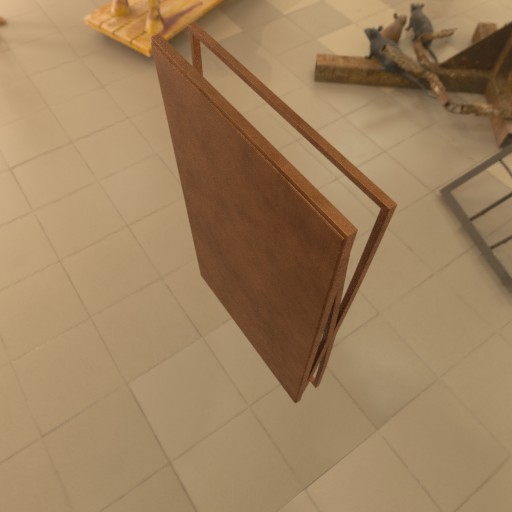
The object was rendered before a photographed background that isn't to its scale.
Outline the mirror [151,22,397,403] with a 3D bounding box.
[{"bbox_3d":[0.000,0.000,0.936,0.082,0.768,0.468,-31,63,-18],"label":"mirror"}]
